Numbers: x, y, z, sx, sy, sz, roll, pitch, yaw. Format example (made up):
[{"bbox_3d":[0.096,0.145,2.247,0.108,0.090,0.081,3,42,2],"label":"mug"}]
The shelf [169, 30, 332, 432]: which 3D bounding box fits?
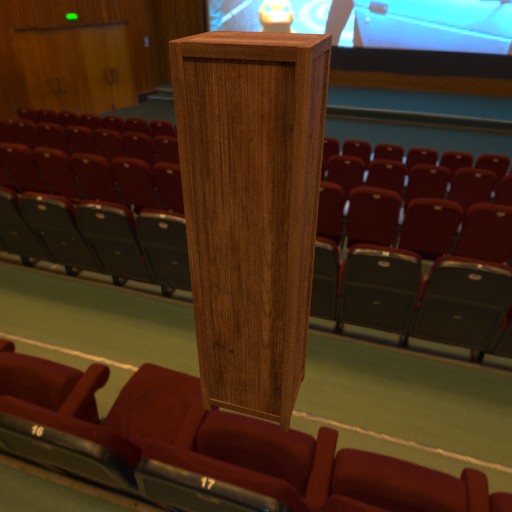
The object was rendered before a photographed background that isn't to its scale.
[{"bbox_3d":[0.000,0.000,2.138,0.500,1.900,0.428,9,33,15],"label":"shelf"}]
